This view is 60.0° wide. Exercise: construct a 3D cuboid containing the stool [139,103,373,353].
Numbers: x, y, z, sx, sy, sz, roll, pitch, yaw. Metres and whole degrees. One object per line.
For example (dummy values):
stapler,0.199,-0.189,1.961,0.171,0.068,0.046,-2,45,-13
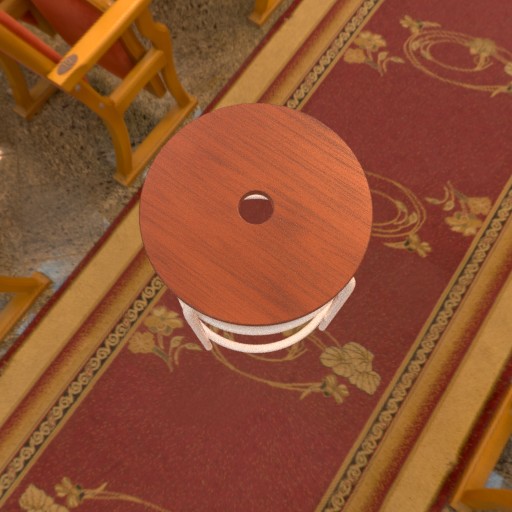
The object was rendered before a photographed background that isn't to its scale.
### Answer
stool,0.000,0.000,0.928,0.455,0.610,0.455,35,79,8
